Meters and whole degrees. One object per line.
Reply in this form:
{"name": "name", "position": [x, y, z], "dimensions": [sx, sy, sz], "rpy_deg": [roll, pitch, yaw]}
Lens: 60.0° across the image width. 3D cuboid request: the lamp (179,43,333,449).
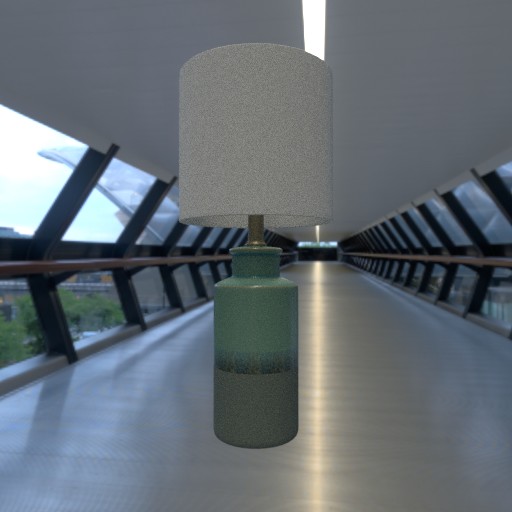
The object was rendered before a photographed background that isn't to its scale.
{"name": "lamp", "position": [0.000, 0.000, 0.618], "dimensions": [0.212, 0.493, 0.212], "rpy_deg": [1, -1, -38]}
